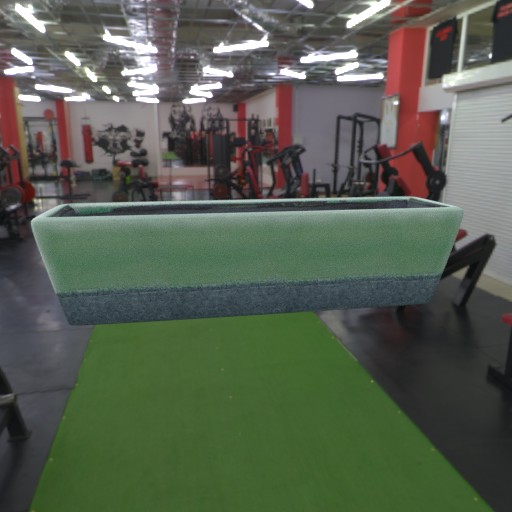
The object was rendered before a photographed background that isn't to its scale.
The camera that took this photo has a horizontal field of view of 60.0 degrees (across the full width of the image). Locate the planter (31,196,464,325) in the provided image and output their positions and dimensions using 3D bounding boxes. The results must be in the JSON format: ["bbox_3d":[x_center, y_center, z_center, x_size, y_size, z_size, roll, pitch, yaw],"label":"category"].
[{"bbox_3d":[0.000,0.000,0.314,0.275,0.072,0.072,-2,14,-9],"label":"planter"}]
